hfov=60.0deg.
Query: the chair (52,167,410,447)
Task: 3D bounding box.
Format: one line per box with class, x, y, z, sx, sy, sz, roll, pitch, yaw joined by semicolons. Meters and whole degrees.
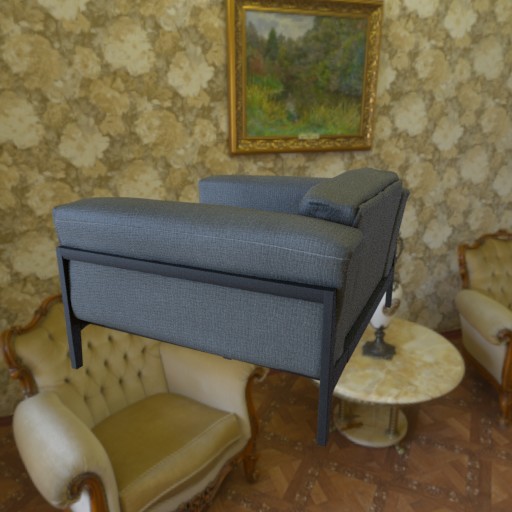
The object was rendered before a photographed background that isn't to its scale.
chair;0.000;0.000;1.693;0.969;0.646;1.056;8;18;24
